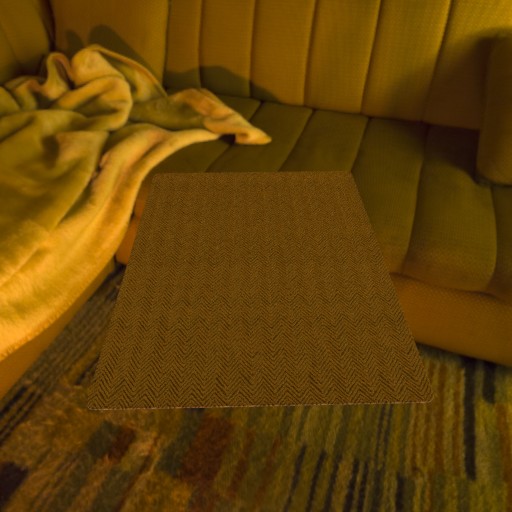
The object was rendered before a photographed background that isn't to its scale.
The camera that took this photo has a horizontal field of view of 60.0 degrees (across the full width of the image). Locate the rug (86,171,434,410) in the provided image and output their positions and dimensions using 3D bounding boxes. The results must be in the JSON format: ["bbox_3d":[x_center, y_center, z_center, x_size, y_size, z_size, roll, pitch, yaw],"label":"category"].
[{"bbox_3d":[0.000,0.000,4.286,2.439,0.014,3.207,-1,40,-1],"label":"rug"}]
